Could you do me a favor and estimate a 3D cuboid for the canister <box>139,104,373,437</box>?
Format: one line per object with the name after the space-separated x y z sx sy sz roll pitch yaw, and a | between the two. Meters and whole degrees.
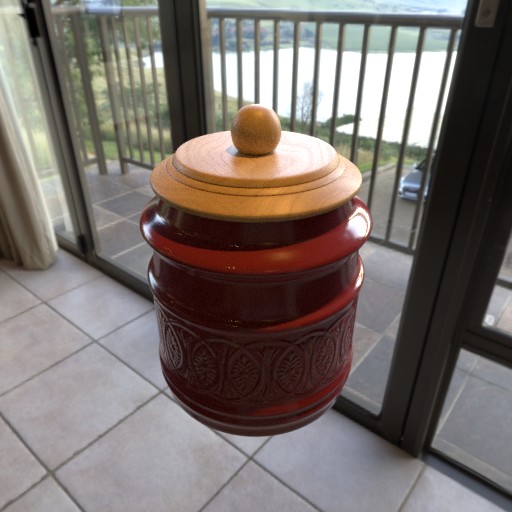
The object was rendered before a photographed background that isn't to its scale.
0.000 0.000 0.268 0.130 0.176 0.130 0 31 0 | canister
